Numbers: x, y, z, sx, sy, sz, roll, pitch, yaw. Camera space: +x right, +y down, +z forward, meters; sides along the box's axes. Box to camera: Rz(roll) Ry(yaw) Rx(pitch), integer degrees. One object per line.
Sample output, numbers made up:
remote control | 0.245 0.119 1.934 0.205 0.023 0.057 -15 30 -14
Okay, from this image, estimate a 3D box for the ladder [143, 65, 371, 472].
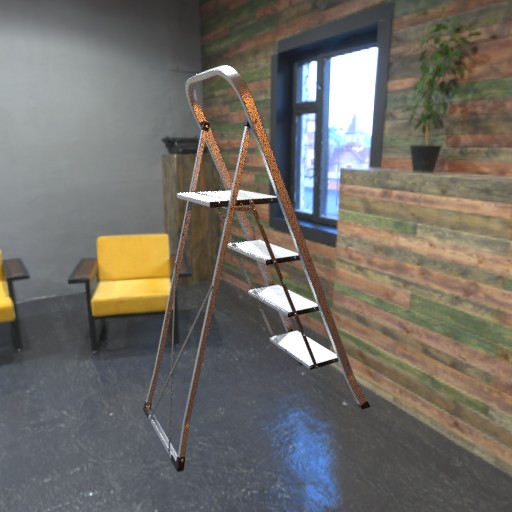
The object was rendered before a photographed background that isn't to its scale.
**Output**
ladder | 0.000 0.000 1.682 0.830 1.290 0.465 -8 16 -29
